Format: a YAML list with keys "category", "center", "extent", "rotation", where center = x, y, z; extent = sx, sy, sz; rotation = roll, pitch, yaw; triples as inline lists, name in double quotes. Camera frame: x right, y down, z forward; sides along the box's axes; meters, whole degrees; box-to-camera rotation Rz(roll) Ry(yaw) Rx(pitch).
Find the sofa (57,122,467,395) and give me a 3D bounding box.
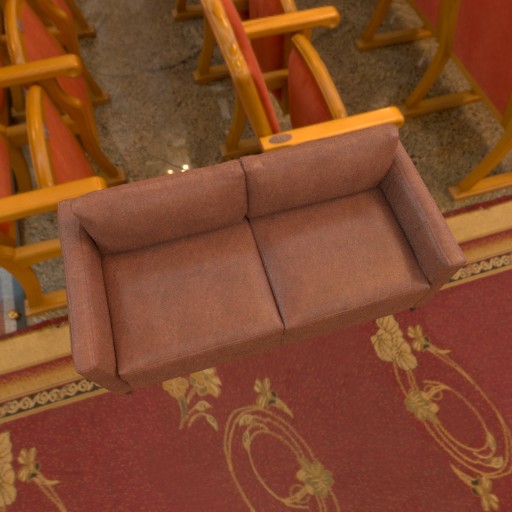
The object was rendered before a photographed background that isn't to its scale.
- category: "sofa"
  center: [0.000, 0.000, 2.273]
  extent: [1.797, 0.883, 0.899]
  rotation: [-15, 64, -7]
